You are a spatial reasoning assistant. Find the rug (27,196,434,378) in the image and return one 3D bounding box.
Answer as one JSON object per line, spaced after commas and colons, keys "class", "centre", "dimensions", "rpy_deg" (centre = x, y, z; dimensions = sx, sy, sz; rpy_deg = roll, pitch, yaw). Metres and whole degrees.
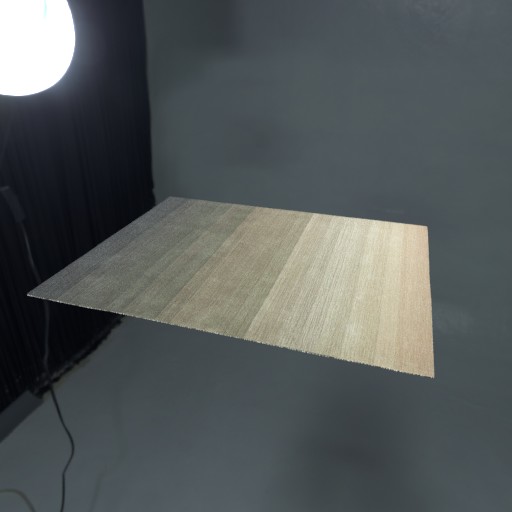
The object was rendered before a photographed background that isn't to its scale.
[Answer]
{"class": "rug", "centre": [0.000, 0.000, 3.949], "dimensions": [2.932, 0.015, 2.315], "rpy_deg": [8, 28, 16]}
